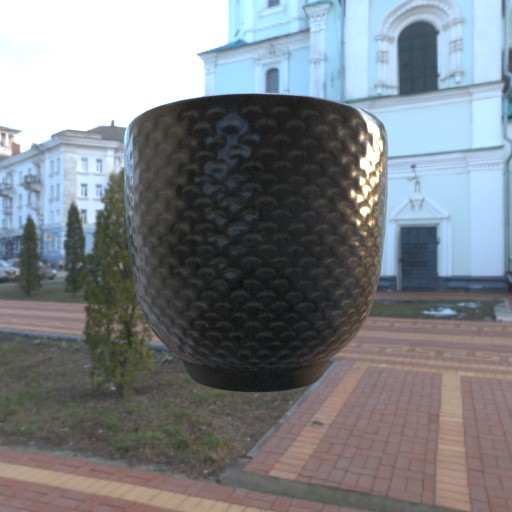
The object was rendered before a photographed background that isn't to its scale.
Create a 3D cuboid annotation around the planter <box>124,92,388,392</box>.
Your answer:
[{"bbox_3d":[0.000,0.000,0.301,0.172,0.160,0.172,0,-1,0],"label":"planter"}]
